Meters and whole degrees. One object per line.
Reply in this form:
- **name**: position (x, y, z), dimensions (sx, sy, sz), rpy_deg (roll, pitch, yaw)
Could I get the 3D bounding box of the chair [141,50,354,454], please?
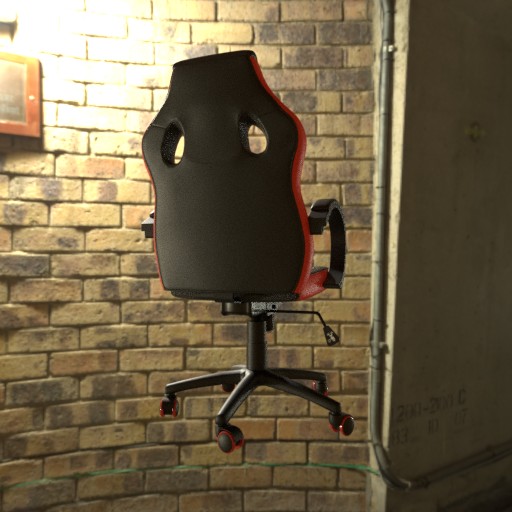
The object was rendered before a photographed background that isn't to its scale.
- **chair**: position (0.000, 0.000, 1.376), dimensions (0.600, 1.016, 0.642), rpy_deg (0, -1, 19)
